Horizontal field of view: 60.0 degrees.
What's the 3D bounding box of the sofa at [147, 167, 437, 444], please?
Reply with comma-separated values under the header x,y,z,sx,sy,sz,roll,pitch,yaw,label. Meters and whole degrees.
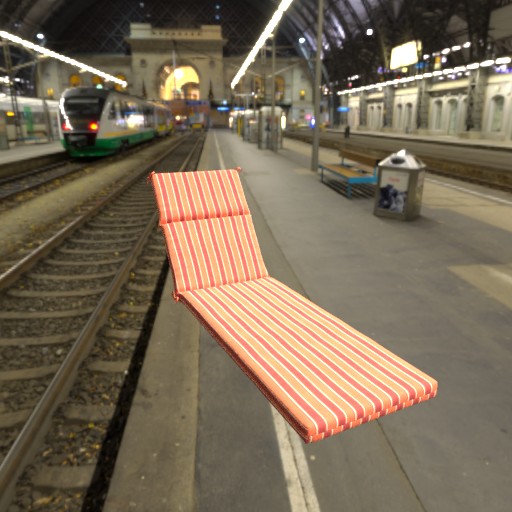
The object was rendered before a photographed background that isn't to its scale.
x,y,z,sx,sy,sz,roll,pitch,yaw,label
0.000,0.000,1.977,0.582,0.622,1.663,-8,19,-26,sofa
